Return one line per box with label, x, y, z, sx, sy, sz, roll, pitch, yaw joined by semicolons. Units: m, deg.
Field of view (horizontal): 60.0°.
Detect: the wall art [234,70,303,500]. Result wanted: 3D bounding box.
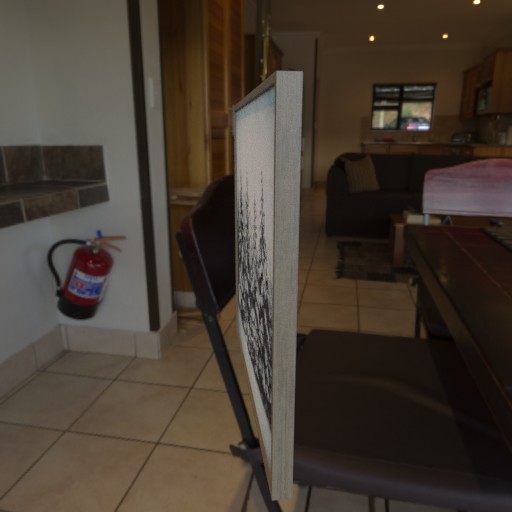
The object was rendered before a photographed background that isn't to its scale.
wall art;0.000;0.000;1.107;0.039;0.758;0.758;-2;15;-7
